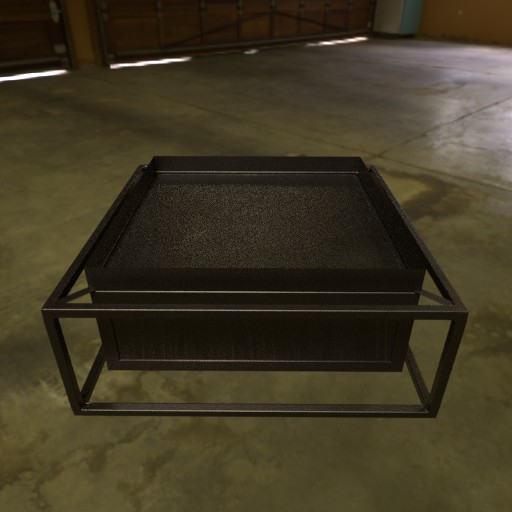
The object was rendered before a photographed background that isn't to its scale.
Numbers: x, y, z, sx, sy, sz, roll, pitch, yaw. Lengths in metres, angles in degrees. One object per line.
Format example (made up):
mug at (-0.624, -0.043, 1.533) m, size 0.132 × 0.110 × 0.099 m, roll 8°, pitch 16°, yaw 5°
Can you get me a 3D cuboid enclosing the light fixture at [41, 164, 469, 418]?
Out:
light fixture at (0.000, 0.000, 0.678) m, size 0.441 × 0.191 × 0.441 m, roll 0°, pitch 31°, yaw 0°
